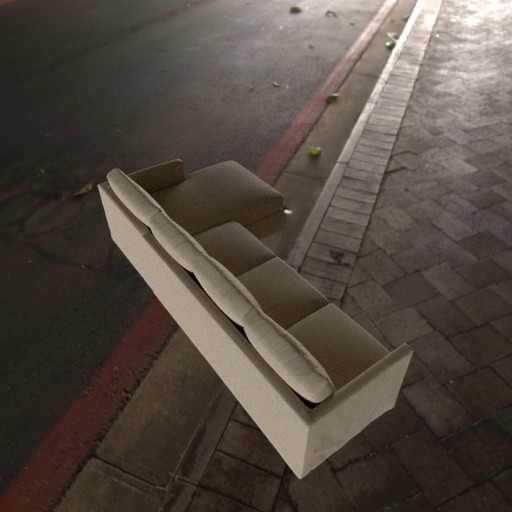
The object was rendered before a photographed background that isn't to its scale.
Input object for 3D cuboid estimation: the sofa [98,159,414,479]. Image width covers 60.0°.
[{"bbox_3d":[0.000,0.000,3.961,1.622,0.871,3.206,-26,47,-27],"label":"sofa"}]
